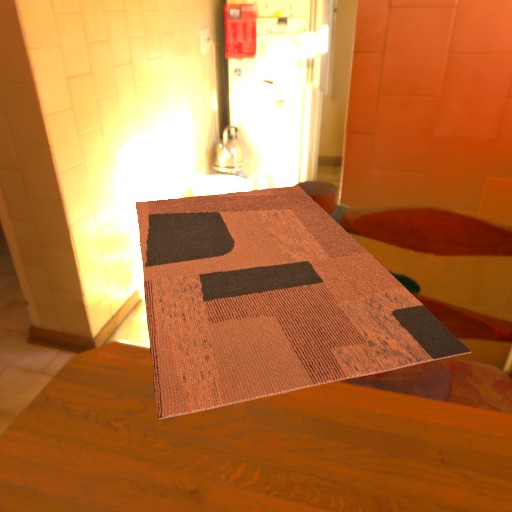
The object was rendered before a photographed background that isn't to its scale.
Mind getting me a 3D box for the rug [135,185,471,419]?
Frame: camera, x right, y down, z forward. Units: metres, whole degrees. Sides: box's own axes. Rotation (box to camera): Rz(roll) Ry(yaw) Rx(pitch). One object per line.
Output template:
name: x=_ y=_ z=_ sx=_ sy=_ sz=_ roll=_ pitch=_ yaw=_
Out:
rug: x=0.000 y=0.000 z=3.018 sx=1.521 sy=0.015 sz=2.436 roll=-8 pitch=30 yaw=-14
